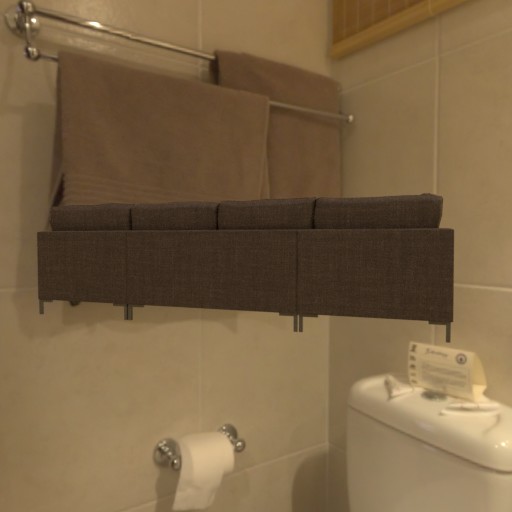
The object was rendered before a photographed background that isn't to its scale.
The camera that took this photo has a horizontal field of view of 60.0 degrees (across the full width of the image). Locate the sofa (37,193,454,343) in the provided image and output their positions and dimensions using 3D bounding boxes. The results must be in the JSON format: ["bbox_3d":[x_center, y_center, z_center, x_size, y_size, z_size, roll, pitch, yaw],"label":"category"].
[{"bbox_3d":[0.000,0.000,4.303,3.423,0.999,2.048,1,2,19],"label":"sofa"}]
